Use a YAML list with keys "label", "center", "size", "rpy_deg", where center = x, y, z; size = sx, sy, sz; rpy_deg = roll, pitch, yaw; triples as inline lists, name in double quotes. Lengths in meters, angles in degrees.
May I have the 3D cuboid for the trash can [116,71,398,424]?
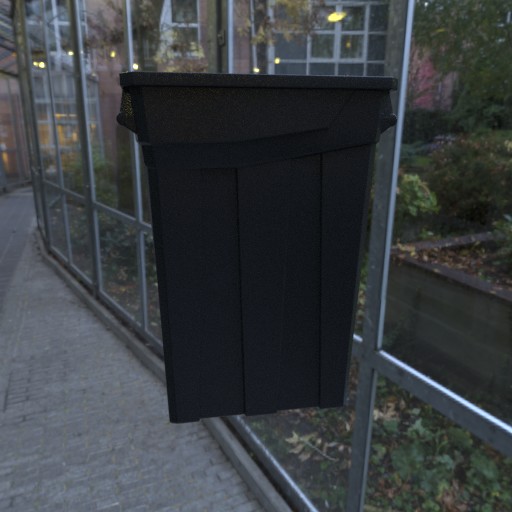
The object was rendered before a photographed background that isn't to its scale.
- label: "trash can"
  center: [0.000, 0.000, 1.040]
  size: [0.559, 0.762, 0.281]
  rpy_deg: [-3, 16, -9]
